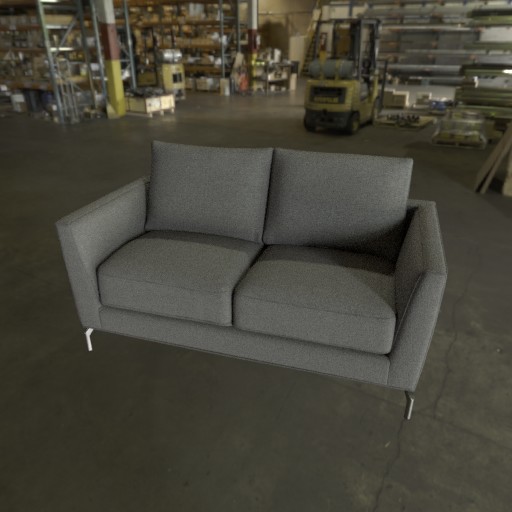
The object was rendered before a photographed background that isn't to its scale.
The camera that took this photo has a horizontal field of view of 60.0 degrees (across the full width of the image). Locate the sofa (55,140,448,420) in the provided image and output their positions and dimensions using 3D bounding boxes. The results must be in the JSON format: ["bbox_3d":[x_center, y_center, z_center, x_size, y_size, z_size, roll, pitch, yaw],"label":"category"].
[{"bbox_3d":[0.000,0.000,2.130,1.594,0.924,0.803,8,27,15],"label":"sofa"}]
